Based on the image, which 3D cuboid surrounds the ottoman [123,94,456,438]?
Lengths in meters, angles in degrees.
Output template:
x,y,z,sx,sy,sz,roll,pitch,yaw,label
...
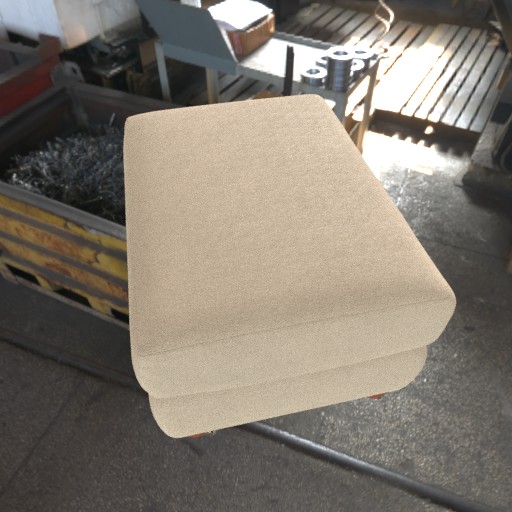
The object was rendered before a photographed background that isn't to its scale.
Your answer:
x,y,z,sx,sy,sz,roll,pitch,yaw,label
0.000,0.000,1.107,0.569,0.504,0.773,-9,48,-8,ottoman
